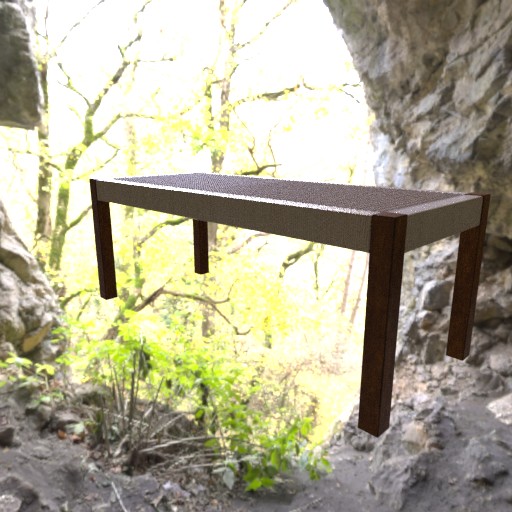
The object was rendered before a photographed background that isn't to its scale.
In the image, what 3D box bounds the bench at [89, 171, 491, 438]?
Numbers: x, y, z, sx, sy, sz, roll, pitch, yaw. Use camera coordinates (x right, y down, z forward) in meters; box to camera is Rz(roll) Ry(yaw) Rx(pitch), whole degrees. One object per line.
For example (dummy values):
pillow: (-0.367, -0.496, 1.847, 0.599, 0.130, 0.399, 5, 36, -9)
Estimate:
bench: (0.000, 0.000, 1.430, 1.198, 0.457, 0.507, 14, 20, 43)
